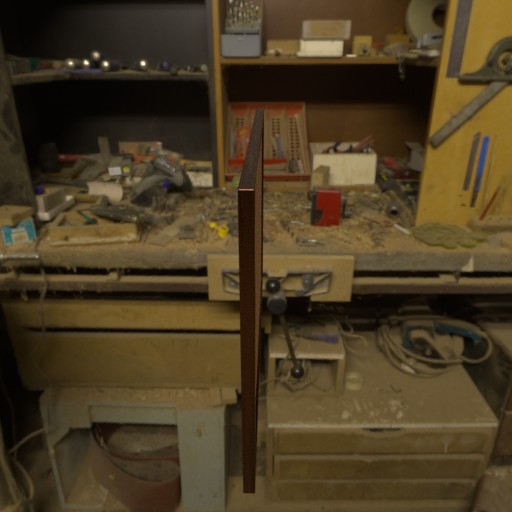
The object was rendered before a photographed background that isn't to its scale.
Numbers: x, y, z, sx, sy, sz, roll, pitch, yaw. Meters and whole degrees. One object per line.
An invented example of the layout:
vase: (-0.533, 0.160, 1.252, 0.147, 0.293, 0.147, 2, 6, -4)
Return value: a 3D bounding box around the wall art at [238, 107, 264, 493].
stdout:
wall art: (0.000, 0.000, 0.558, 0.012, 0.304, 0.431, 1, 25, 2)
